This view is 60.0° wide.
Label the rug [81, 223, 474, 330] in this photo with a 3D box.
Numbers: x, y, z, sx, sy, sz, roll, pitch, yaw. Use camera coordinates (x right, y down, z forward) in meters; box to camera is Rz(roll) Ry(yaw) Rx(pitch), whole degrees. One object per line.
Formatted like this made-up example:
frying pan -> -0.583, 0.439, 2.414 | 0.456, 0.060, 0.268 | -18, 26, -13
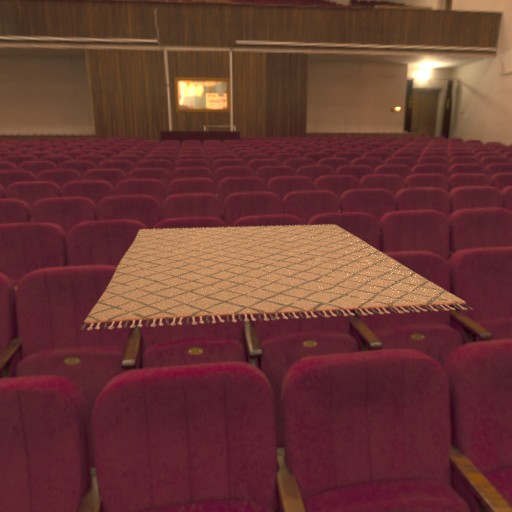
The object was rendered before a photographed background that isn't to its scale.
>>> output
rug -> 0.000, 0.000, 4.881 | 2.892, 0.036, 3.585 | -2, 15, -8
